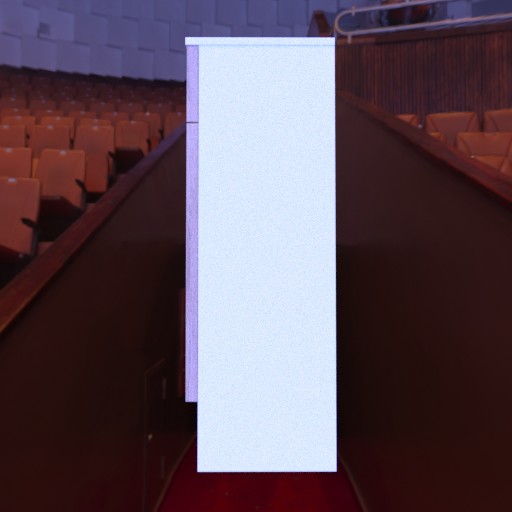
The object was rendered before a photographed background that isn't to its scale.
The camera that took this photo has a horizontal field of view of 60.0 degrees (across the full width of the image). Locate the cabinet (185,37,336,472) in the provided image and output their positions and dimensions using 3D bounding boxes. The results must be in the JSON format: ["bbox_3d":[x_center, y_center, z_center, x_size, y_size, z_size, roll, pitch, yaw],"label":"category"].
[{"bbox_3d":[0.000,0.000,1.130,0.296,0.815,0.600,0,-1,0],"label":"cabinet"}]
